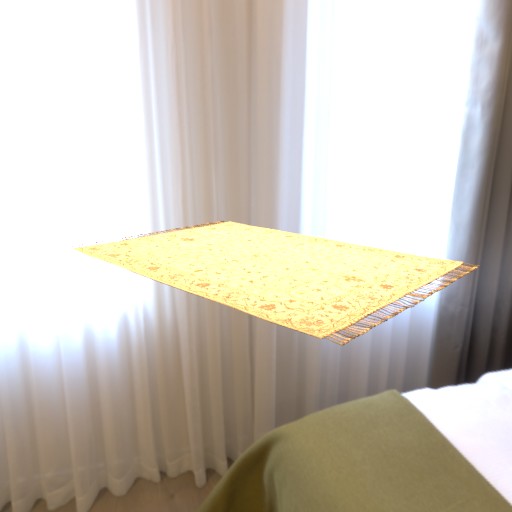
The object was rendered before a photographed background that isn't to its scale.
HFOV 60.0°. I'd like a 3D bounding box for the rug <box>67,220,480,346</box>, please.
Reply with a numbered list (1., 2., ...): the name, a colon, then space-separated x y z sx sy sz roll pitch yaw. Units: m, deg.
1. rug: 0.000 0.000 2.344 1.861 0.017 1.218 13 19 42
